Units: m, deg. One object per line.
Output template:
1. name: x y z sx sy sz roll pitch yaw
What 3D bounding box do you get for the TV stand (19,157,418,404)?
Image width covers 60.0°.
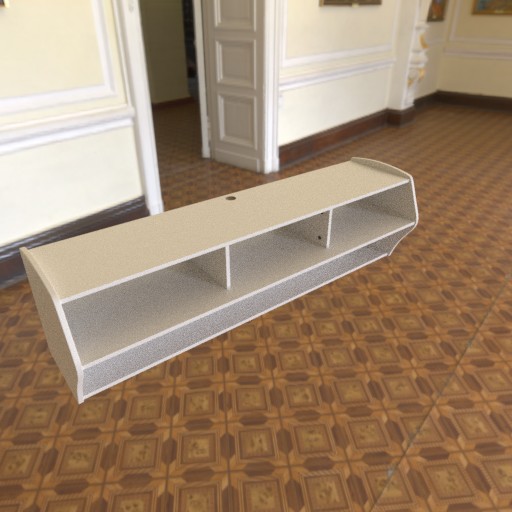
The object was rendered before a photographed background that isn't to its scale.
1. TV stand: 0.000 0.000 1.668 1.473 0.424 0.397 -21 36 -32
